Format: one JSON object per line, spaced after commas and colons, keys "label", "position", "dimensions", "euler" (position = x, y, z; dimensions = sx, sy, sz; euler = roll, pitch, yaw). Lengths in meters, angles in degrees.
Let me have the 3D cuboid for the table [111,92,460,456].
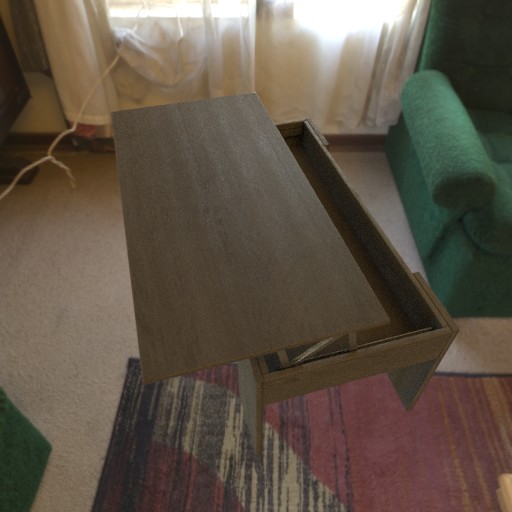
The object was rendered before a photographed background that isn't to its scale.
{"label": "table", "position": [0.000, 0.000, 1.406], "dimensions": [0.711, 0.570, 1.000], "euler": [-12, 48, -11]}
